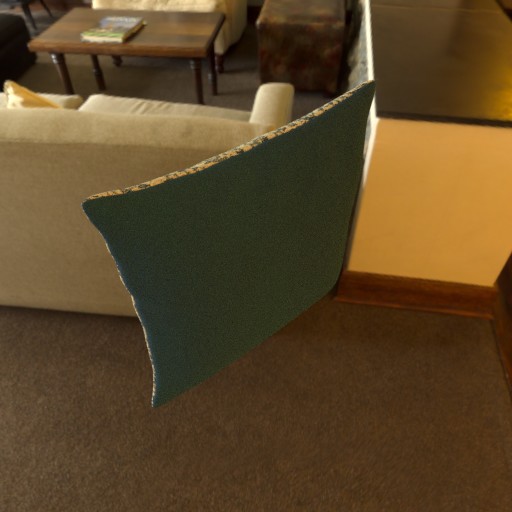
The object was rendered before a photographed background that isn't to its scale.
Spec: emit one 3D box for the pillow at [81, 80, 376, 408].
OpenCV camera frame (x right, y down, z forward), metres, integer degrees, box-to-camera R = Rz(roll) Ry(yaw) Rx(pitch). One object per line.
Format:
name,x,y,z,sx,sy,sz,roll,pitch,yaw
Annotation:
pillow,0.000,0.000,0.800,0.523,0.510,0.166,-31,52,-27
